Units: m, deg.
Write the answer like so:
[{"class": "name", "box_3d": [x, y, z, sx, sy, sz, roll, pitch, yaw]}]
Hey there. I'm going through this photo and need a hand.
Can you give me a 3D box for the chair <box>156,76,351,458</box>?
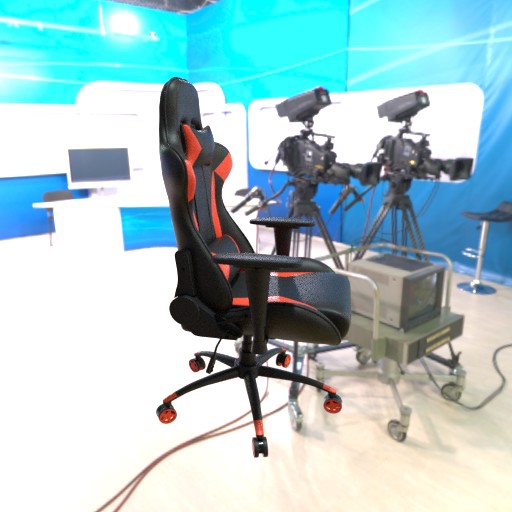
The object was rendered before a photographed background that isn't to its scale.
[{"class": "chair", "box_3d": [0.000, 0.000, 1.696, 0.730, 1.282, 0.695, 3, 16, 11]}]
